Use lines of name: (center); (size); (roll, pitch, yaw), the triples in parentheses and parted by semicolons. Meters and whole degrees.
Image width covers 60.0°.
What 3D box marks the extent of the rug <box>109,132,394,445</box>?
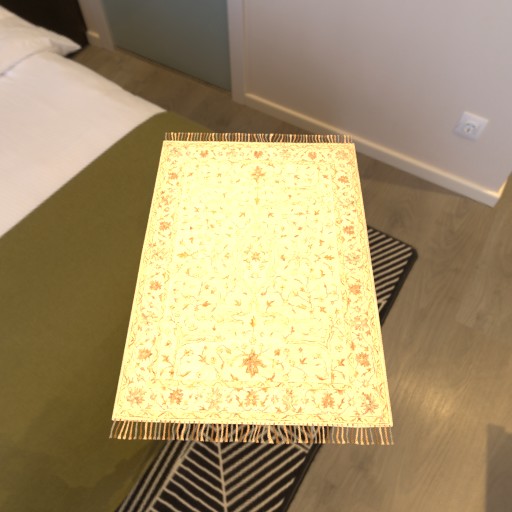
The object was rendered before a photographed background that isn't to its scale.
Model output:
rug: (0.000, 0.000, 2.361); (1.218, 0.017, 1.861); (1, 58, 1)
